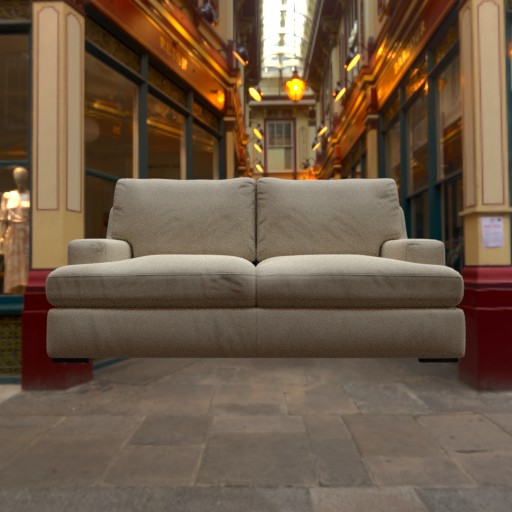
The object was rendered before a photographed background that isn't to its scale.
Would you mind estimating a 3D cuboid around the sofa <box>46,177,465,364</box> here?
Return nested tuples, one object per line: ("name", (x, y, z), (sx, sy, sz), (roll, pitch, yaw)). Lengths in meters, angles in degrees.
("sofa", (0.000, 0.000, 2.399), (1.885, 0.967, 0.962), (0, -1, 0))
